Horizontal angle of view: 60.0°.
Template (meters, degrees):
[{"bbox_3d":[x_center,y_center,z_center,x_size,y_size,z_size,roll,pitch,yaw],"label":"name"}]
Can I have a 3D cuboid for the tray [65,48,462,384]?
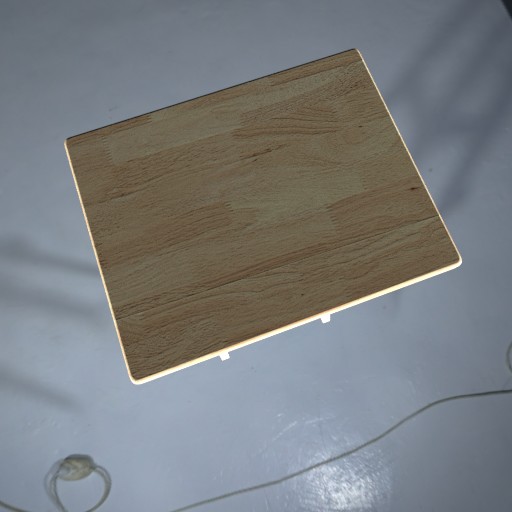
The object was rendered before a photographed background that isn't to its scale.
[{"bbox_3d":[0.000,0.000,0.961,0.483,0.660,0.381,-19,76,-5],"label":"tray"}]
